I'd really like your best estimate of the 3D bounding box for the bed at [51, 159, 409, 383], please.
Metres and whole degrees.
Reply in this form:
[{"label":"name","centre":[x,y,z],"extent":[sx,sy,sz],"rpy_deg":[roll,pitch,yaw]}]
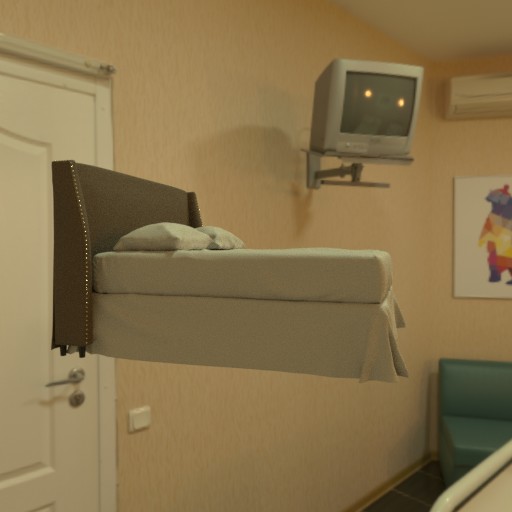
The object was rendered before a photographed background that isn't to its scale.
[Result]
[{"label":"bed","centre":[0.000,0.000,3.504],"extent":[2.276,1.332,1.925],"rpy_deg":[0,1,18]}]
